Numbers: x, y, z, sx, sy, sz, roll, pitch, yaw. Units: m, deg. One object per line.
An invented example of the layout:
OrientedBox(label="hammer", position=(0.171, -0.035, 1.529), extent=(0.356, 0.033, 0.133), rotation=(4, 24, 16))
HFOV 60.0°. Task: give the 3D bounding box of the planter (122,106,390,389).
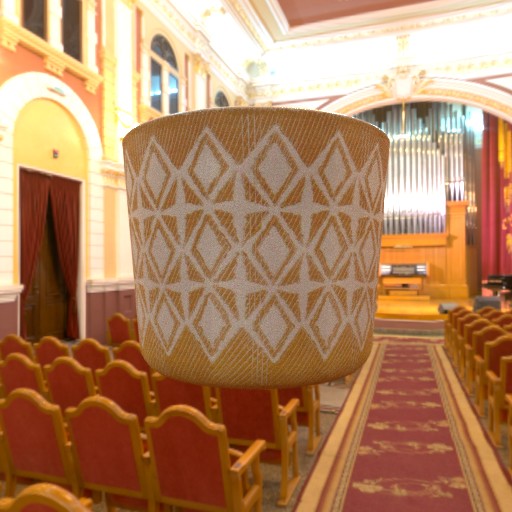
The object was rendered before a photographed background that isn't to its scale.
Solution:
OrientedBox(label="planter", position=(0.000, 0.000, 0.218), extent=(0.126, 0.104, 0.126), rotation=(0, -1, 0))
